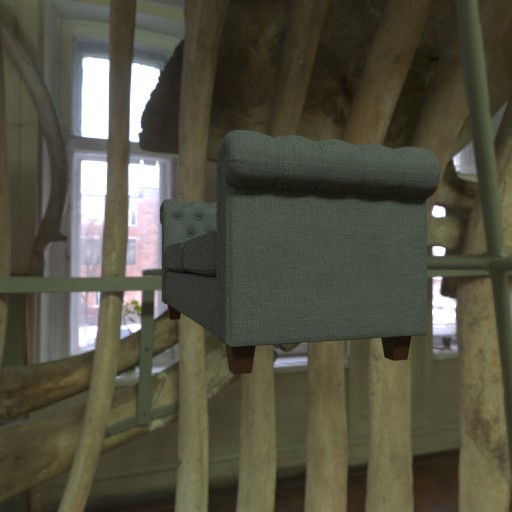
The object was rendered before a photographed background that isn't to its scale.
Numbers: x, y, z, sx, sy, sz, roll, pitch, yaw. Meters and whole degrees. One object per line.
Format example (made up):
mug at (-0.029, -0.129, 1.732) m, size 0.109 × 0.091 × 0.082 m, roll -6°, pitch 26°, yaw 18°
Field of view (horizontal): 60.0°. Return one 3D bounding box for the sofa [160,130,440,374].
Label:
sofa at (0.000, 0.000, 2.279) m, size 0.783 × 0.797 × 1.798 m, roll 0°, pitch -1°, yaw -19°
